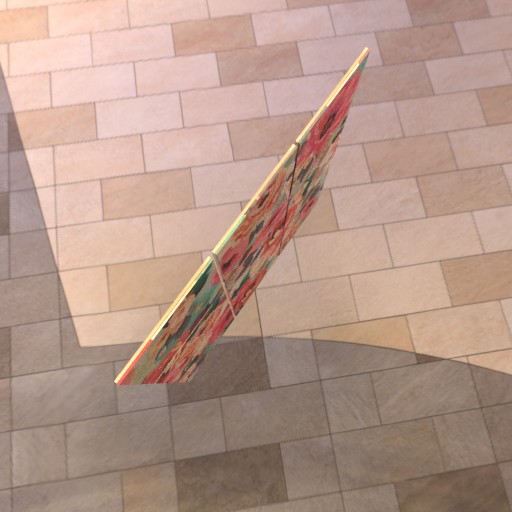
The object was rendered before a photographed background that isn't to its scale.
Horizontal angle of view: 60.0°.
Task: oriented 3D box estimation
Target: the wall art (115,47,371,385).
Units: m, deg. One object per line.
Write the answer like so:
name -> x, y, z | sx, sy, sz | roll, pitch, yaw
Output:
wall art -> 0.000, 0.000, 1.366 | 0.012, 0.910, 0.911 | 34, 77, 9
